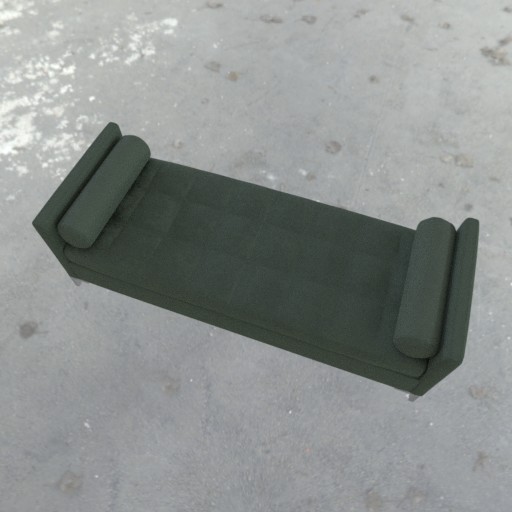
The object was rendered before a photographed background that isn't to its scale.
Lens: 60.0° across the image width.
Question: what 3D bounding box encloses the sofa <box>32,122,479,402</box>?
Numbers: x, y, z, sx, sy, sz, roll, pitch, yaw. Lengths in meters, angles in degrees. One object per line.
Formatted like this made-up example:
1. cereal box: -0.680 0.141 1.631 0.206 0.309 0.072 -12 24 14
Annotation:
1. sofa: 0.000 0.000 2.449 2.102 0.657 0.797 17 60 10
